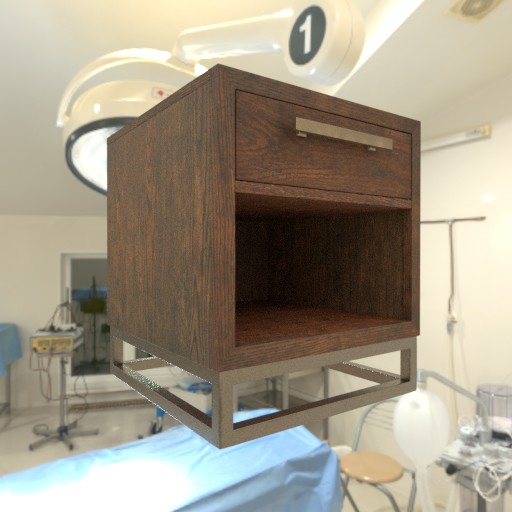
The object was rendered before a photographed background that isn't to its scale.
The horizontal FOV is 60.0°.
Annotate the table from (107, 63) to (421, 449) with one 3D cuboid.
[{"bbox_3d":[0.000,0.000,1.018,0.506,0.582,0.566,0,1,-36],"label":"table"}]
